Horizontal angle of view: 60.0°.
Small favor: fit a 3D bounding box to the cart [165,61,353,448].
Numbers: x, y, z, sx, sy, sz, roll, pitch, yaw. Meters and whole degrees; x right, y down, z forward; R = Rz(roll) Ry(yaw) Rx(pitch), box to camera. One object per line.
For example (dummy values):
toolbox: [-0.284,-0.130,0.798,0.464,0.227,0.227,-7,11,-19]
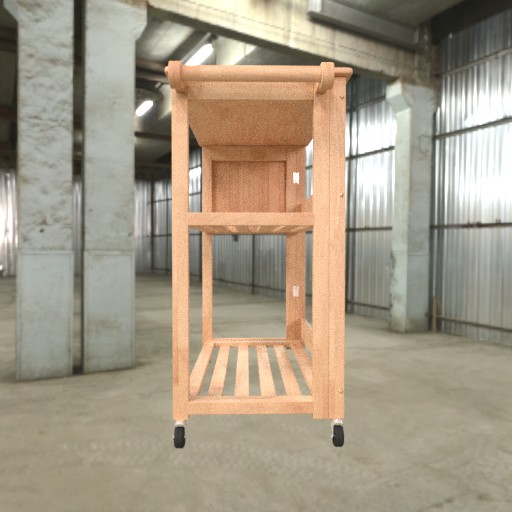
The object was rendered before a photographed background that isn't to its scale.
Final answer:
cart: [0.000,0.000,1.361,0.432,0.879,0.853,0,1,-1]
